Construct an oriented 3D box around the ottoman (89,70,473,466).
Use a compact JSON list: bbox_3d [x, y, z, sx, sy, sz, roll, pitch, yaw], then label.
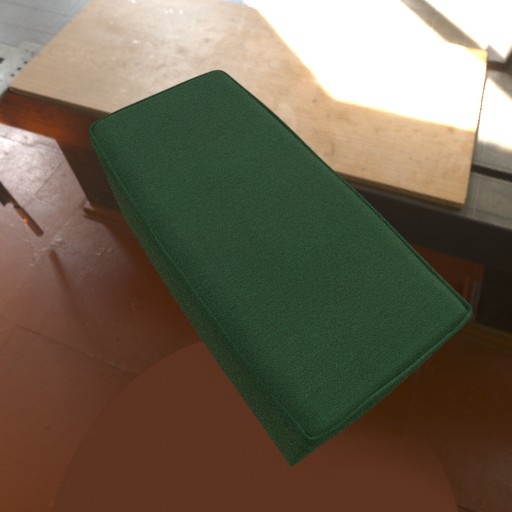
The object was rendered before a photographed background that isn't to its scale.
[{"bbox_3d":[0.000,0.000,1.197,0.483,0.471,0.957,-31,63,-17],"label":"ottoman"}]
